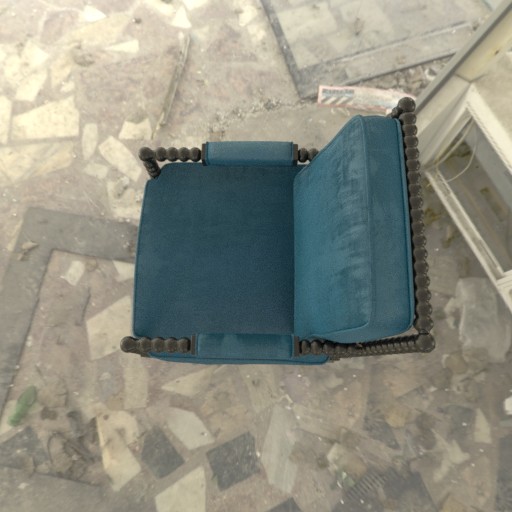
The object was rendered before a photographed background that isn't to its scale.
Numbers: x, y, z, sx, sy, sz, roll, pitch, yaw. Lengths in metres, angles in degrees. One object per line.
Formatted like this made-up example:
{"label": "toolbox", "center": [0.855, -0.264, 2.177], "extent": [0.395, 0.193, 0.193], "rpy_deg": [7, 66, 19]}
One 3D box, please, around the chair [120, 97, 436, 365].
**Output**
{"label": "chair", "center": [0.000, 0.000, 1.442], "extent": [0.805, 0.857, 0.688], "rpy_deg": [1, 75, 0]}
